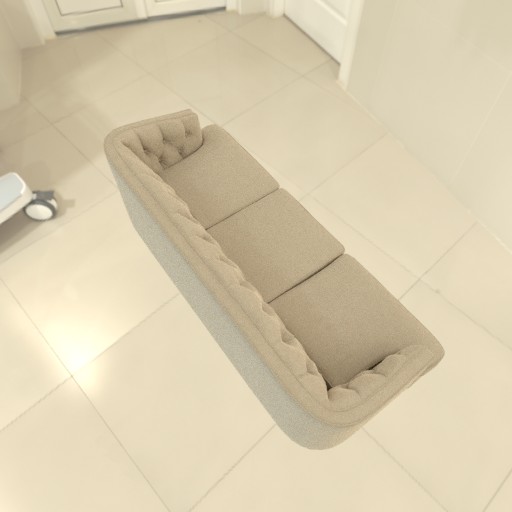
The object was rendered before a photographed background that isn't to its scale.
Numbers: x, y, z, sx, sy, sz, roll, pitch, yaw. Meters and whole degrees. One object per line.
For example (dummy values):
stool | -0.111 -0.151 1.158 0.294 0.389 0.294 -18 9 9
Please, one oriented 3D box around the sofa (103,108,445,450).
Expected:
sofa | 0.000 0.000 2.759 0.941 0.855 2.278 -32 63 -19
